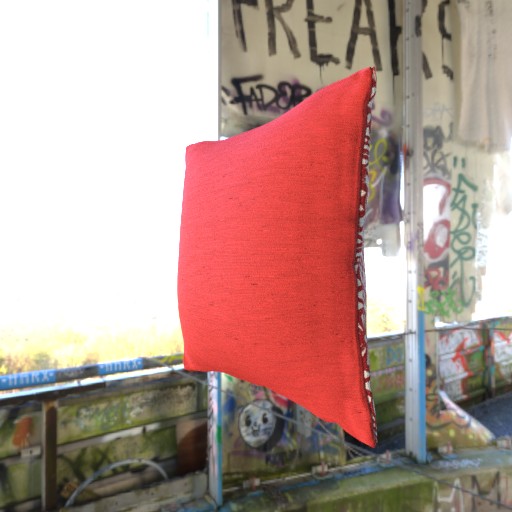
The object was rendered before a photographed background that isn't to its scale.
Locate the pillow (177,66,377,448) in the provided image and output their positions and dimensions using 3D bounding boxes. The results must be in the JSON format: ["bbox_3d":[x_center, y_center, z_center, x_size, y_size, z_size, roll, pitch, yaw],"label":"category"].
[{"bbox_3d":[0.000,0.000,0.658,0.162,0.419,0.438,0,-1,-37],"label":"pillow"}]
